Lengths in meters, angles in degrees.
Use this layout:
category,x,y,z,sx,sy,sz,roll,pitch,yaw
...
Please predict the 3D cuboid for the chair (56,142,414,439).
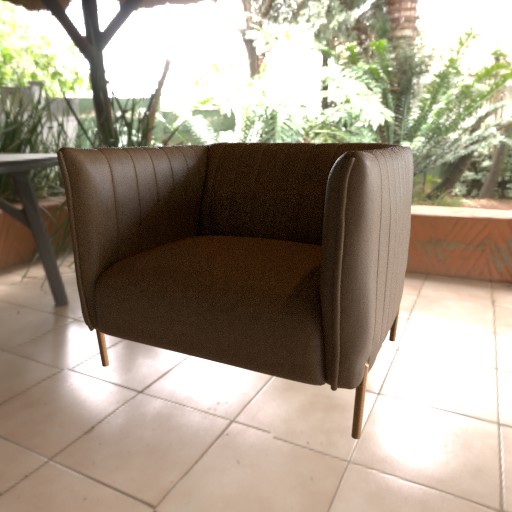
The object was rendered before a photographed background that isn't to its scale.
category,x,y,z,sx,sy,sz,roll,pitch,yaw
chair,0.000,0.000,1.582,0.981,0.779,0.876,7,17,25
